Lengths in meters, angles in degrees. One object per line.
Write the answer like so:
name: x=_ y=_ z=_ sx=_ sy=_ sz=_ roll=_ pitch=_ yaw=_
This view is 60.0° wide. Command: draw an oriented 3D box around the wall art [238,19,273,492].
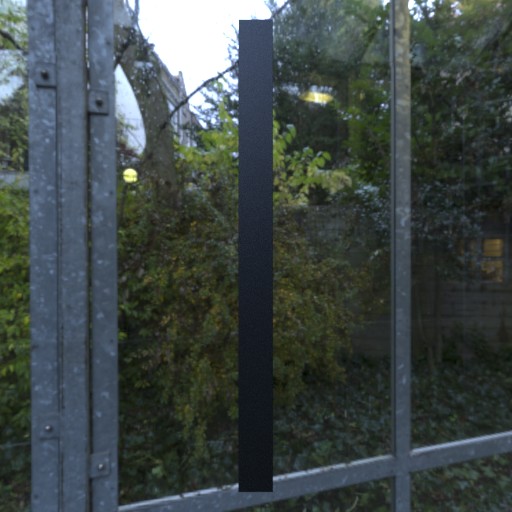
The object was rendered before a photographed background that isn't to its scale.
wall art: x=0.000 y=0.000 z=0.519 sx=0.028 sy=0.380 sz=0.325 roll=0 pitch=0 yaw=0
